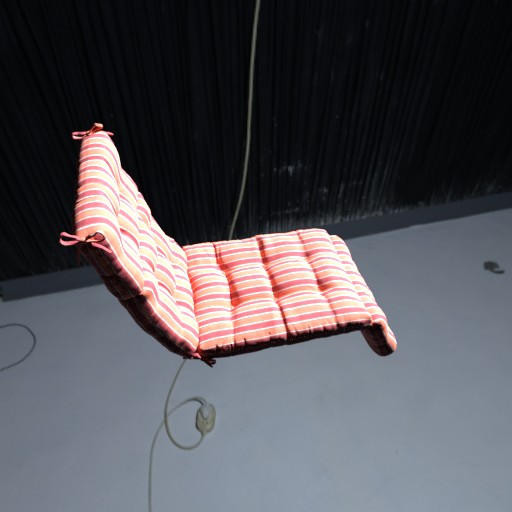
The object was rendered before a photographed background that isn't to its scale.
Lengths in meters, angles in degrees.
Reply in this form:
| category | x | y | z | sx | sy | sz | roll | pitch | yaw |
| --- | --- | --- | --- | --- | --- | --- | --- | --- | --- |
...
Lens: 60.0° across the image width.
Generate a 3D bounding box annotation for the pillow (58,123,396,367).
| category | x | y | z | sx | sy | sz | roll | pitch | yaw |
| --- | --- | --- | --- | --- | --- | --- | --- | --- | --- |
| pillow | 0.000 | 0.000 | 1.514 | 1.016 | 0.863 | 0.526 | -9 | 46 | -9 |
